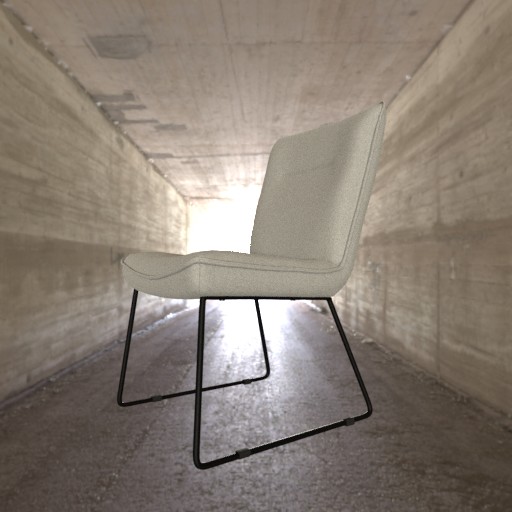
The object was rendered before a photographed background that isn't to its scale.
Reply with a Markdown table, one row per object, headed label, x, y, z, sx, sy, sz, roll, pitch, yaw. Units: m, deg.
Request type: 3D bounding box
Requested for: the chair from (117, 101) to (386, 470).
| label | x | y | z | sx | sy | sz | roll | pitch | yaw |
| --- | --- | --- | --- | --- | --- | --- | --- | --- | --- |
| chair | 0.000 | 0.000 | 1.345 | 0.688 | 0.930 | 0.515 | 0 | -1 | -36 |
